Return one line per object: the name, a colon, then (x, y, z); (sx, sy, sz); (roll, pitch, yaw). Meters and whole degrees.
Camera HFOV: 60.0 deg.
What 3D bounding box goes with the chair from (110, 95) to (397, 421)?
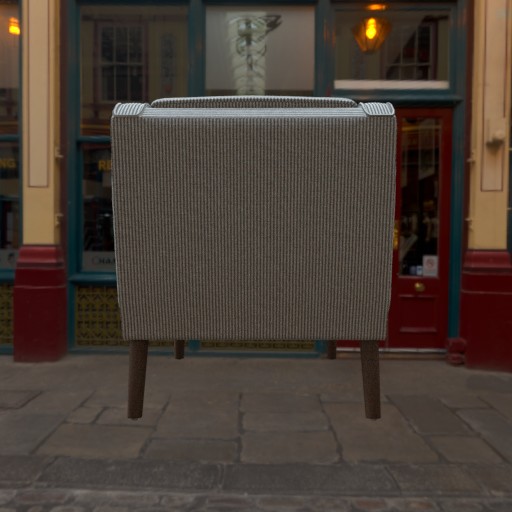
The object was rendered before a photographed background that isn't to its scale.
chair: (0.000, 0.000, 1.364); (0.663, 0.792, 0.743); (0, 1, 0)
